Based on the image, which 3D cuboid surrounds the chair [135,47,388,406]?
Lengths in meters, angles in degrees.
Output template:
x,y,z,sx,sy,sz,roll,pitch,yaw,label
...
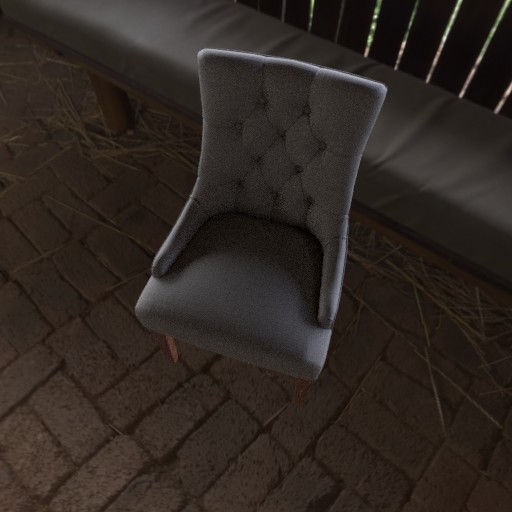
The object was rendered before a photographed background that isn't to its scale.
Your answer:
x,y,z,sx,sy,sz,roll,pitch,yaw,label
0.000,0.000,1.233,0.509,0.874,0.565,16,59,10,chair
